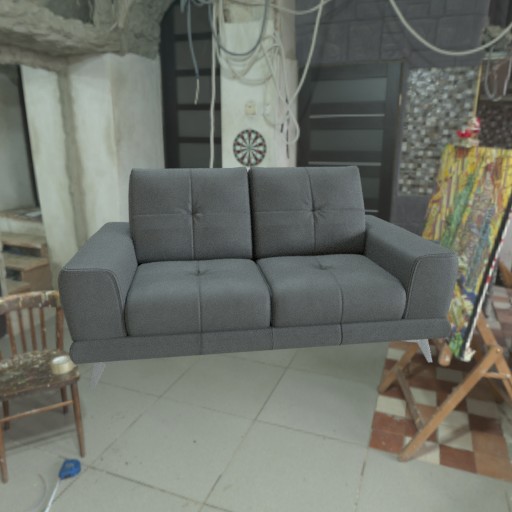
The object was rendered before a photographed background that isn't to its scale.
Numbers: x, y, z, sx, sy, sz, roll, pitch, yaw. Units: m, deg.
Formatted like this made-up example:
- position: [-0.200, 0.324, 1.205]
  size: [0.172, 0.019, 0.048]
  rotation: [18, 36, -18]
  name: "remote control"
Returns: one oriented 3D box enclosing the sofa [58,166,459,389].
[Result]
- position: [0.000, 0.000, 2.398]
  size: [1.806, 0.907, 1.018]
  rotation: [-2, 16, -8]
  name: "sofa"
